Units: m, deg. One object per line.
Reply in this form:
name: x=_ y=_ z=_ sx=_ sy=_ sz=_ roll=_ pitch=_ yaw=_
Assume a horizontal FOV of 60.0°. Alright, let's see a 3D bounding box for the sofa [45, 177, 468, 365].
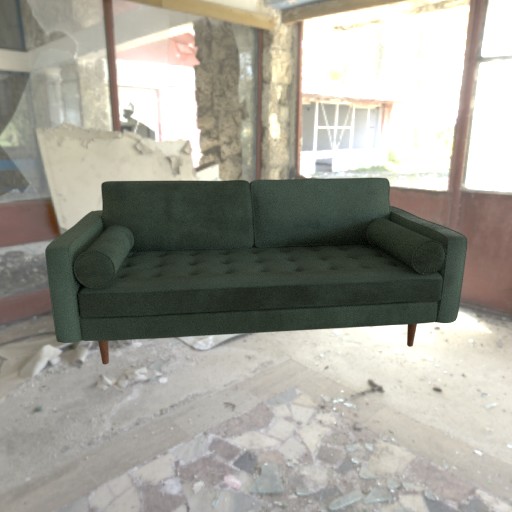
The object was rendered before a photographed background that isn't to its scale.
sofa: x=0.000 y=0.000 z=2.381 sx=1.880 sy=0.772 sz=0.916 roll=-2 pitch=16 yaw=-7
